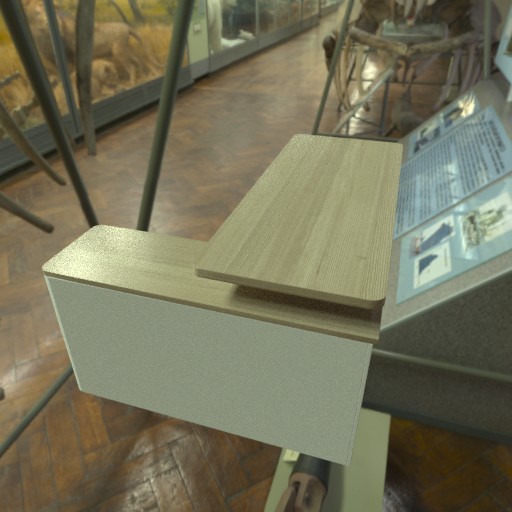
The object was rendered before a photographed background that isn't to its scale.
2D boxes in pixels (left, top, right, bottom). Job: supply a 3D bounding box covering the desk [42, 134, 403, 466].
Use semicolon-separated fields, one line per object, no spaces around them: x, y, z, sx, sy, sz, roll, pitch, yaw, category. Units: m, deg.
0.000;0.000;2.108;1.175;0.770;1.400;10;34;15;desk
